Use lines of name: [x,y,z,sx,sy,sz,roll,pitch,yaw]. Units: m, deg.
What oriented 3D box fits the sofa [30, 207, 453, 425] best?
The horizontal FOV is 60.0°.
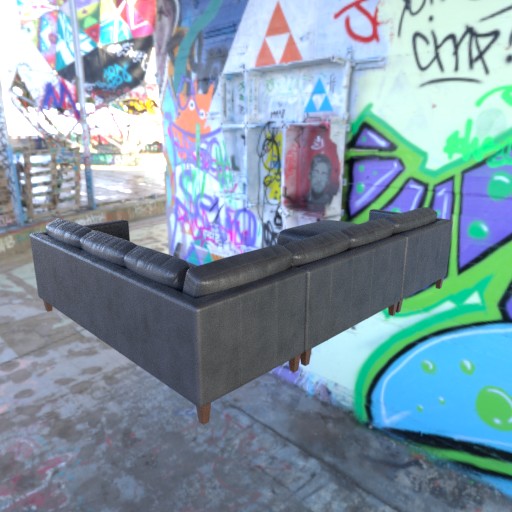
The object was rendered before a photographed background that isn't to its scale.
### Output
sofa: [0.000,0.000,4.356,3.324,0.891,2.452,-15,22,-43]
